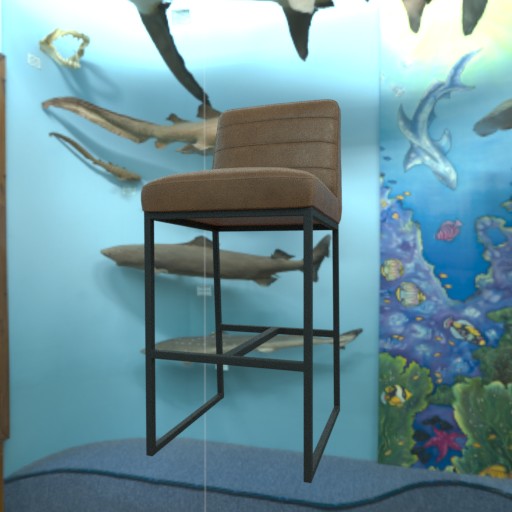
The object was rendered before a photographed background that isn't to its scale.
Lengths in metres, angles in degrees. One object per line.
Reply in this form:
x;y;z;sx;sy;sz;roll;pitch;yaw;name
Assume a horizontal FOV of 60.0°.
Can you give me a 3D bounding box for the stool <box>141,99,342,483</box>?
0.000;0.000;1.323;0.458;1.040;0.556;0;1;18;stool
